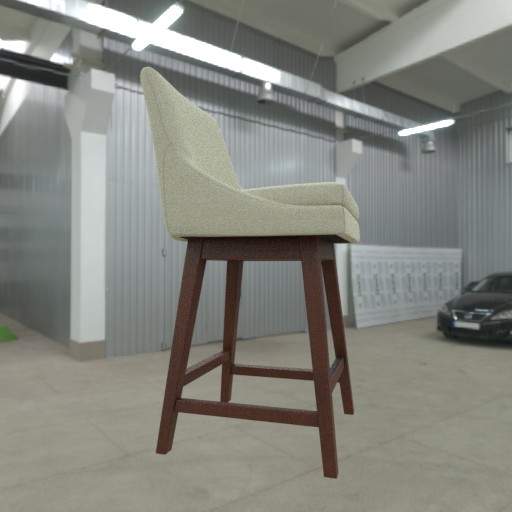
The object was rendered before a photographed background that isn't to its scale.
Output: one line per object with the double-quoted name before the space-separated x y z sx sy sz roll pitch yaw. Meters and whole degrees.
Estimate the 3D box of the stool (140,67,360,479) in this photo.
"stool" 0.000 0.000 1.279 0.559 0.991 0.469 0 -1 17
